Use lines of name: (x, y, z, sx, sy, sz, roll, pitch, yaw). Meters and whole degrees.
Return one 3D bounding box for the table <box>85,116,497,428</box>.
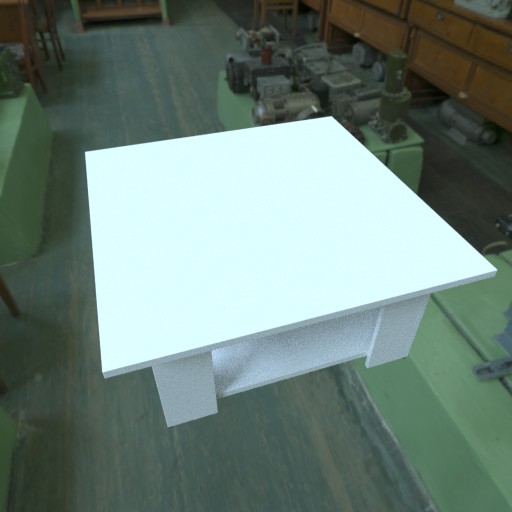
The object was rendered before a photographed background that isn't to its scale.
table: (0.000, 0.000, 1.038, 0.670, 0.305, 0.670, -12, 43, -14)
